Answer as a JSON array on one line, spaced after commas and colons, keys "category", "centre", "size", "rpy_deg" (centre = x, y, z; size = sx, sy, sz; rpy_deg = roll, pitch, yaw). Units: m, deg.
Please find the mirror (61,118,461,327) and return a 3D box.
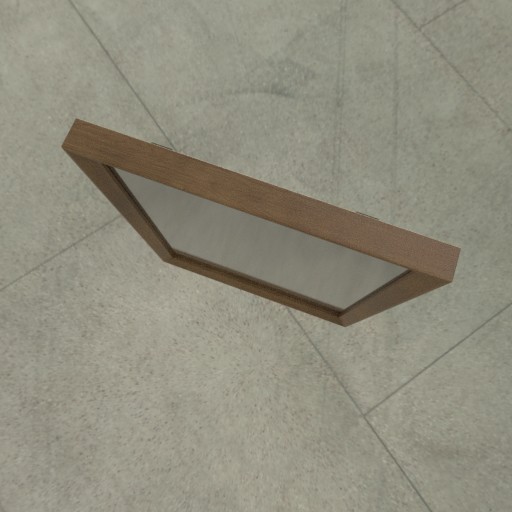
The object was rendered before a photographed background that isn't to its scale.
[{"category": "mirror", "centre": [0.000, 0.000, 0.683], "size": [0.406, 0.509, 0.041], "rpy_deg": [19, 77, 5]}]
